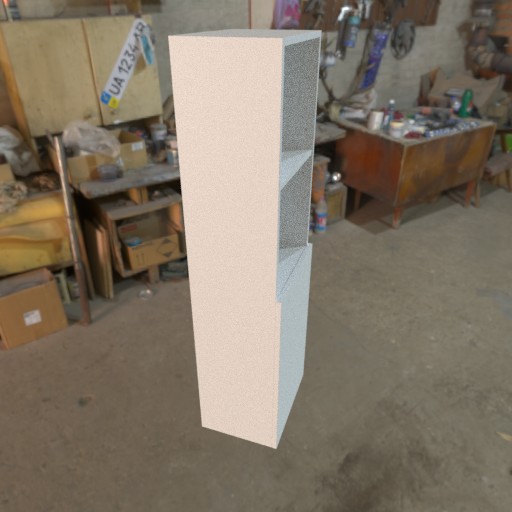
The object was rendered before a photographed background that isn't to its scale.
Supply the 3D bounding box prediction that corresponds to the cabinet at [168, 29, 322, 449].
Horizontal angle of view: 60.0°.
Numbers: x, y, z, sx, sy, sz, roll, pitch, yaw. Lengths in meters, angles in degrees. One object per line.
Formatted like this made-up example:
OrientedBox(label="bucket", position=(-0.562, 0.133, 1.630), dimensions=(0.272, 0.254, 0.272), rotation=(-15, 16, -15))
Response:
OrientedBox(label="cabinet", position=(0.000, 0.000, 1.499), dimensions=(0.300, 1.350, 0.400), rotation=(10, 31, 17))
